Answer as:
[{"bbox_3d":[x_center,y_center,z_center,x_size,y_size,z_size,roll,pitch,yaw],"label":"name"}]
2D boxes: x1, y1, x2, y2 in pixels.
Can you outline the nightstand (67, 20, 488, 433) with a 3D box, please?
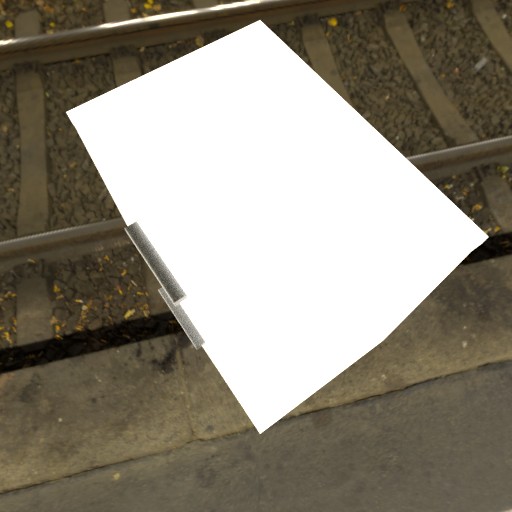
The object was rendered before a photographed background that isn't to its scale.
[{"bbox_3d":[0.000,0.000,0.741,0.325,0.460,0.441,-32,69,-14],"label":"nightstand"}]
